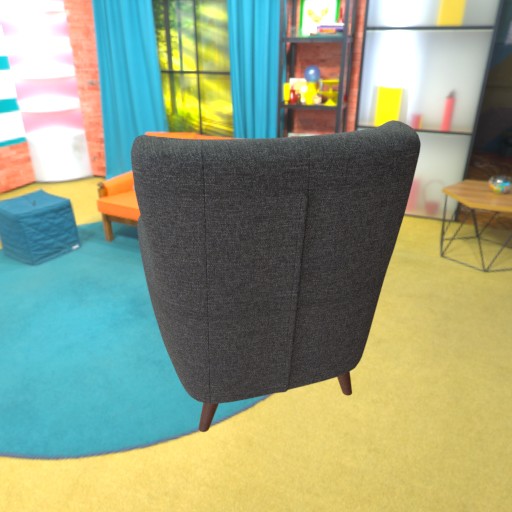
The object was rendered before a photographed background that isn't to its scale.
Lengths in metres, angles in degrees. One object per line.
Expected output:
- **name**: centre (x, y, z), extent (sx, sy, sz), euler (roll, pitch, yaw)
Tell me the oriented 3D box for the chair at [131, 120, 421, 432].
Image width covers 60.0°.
- **chair**: centre (0.000, 0.000, 1.744), extent (0.878, 1.063, 0.904), euler (-8, 27, -16)
